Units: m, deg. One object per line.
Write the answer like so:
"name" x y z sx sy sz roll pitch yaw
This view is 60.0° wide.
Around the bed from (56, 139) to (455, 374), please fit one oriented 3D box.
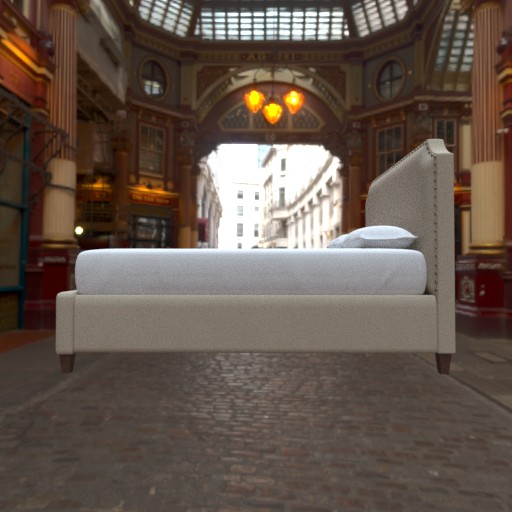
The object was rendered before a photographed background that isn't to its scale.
"bed" 0.000 0.000 3.424 2.329 1.415 1.703 0 -1 1
